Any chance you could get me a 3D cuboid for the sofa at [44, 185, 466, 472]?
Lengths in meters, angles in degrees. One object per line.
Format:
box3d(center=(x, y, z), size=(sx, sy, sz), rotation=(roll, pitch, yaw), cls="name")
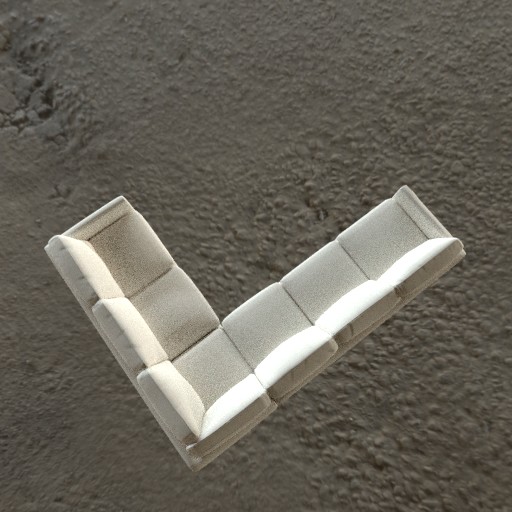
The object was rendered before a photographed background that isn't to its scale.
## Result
box3d(center=(0.000, 0.000, 4.537), size=(3.302, 0.947, 2.593), rotation=(-36, 79, -8), cls="sofa")
